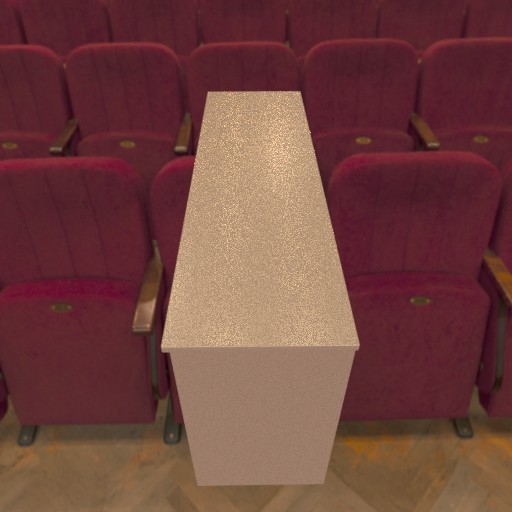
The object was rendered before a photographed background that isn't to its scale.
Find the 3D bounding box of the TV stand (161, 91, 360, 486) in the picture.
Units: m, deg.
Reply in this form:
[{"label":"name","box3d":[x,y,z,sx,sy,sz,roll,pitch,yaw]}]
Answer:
[{"label":"TV stand","box3d":[0.000,0.000,1.401,0.344,0.603,1.167,0,41,-1]}]
